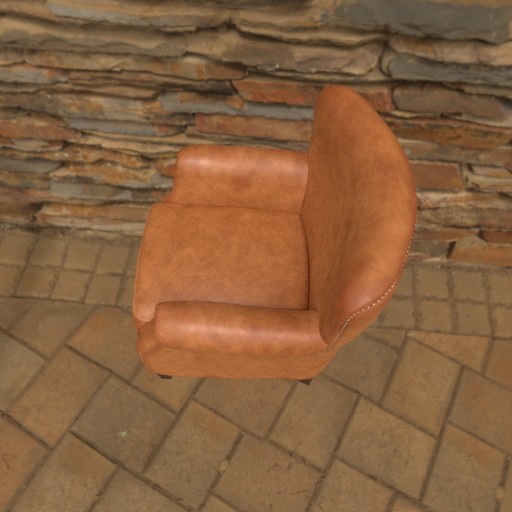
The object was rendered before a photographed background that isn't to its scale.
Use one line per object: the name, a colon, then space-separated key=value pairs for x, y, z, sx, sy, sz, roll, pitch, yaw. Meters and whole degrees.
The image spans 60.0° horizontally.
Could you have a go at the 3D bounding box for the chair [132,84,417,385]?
chair: x=0.000 y=0.000 z=1.665 sx=0.921 sy=0.936 sz=0.861 roll=0 pitch=58 yaw=0
